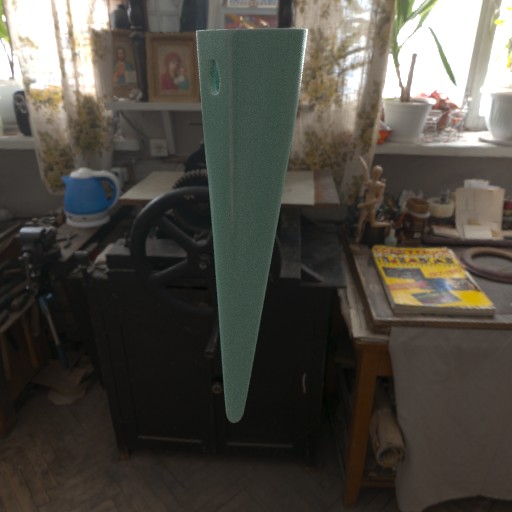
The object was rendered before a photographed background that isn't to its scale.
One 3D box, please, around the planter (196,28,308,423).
[{"bbox_3d":[0.000,0.000,0.293,0.055,0.268,0.054,-18,31,-32],"label":"planter"}]
